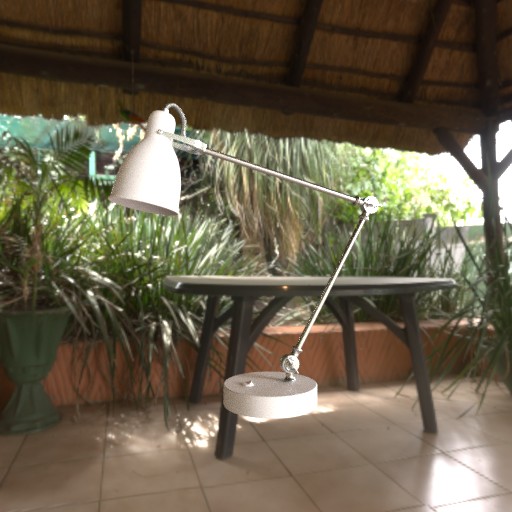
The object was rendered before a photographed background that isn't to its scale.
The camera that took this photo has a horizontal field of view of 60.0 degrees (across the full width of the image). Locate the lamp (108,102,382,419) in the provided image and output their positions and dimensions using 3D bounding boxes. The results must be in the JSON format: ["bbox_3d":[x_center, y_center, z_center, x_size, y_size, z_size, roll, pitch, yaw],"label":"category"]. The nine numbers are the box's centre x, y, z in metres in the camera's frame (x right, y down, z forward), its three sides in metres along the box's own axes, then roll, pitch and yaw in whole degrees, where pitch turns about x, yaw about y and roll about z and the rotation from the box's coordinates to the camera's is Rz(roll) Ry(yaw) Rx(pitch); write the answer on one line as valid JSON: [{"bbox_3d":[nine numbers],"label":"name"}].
[{"bbox_3d":[0.000,0.000,0.883,0.561,0.587,0.187,0,-1,-18],"label":"lamp"}]
